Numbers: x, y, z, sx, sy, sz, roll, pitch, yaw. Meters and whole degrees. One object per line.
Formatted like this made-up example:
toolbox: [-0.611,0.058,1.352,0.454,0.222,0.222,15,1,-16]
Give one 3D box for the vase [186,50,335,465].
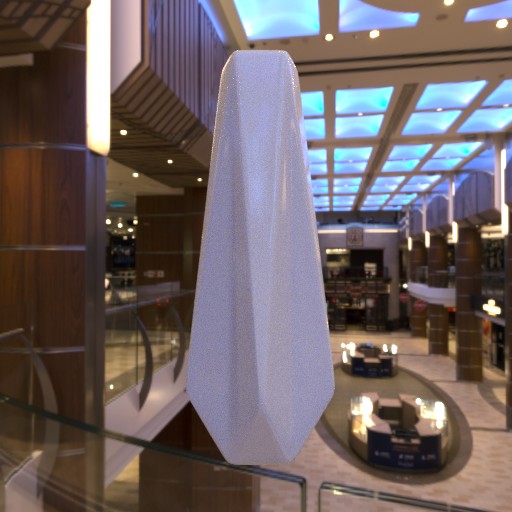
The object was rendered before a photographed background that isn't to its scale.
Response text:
vase: [0.000,0.000,0.387,0.122,0.329,0.116,1,-1,-36]
